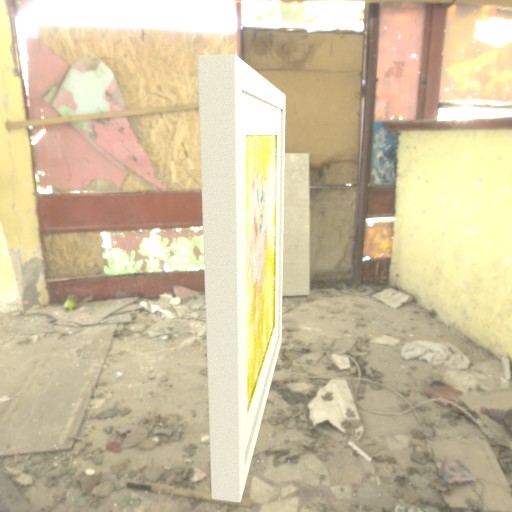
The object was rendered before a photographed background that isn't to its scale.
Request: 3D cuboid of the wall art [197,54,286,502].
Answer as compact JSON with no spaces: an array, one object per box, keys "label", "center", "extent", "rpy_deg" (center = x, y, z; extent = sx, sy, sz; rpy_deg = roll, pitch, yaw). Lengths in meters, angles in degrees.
[{"label":"wall art","center":[0.000,0.000,0.516],"extent":[0.028,0.381,0.331],"rpy_deg":[3,16,9]}]
